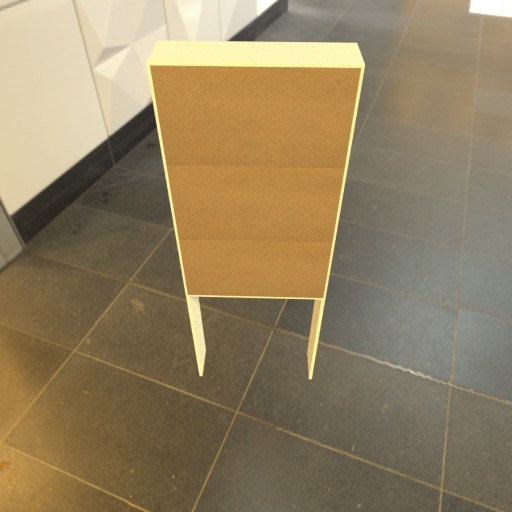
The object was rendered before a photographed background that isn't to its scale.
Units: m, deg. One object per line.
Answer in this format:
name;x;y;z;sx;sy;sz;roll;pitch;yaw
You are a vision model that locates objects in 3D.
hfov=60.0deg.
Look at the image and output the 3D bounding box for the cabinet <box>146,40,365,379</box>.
cabinet;0.000;0.000;1.987;0.643;1.770;0.192;1;45;1
